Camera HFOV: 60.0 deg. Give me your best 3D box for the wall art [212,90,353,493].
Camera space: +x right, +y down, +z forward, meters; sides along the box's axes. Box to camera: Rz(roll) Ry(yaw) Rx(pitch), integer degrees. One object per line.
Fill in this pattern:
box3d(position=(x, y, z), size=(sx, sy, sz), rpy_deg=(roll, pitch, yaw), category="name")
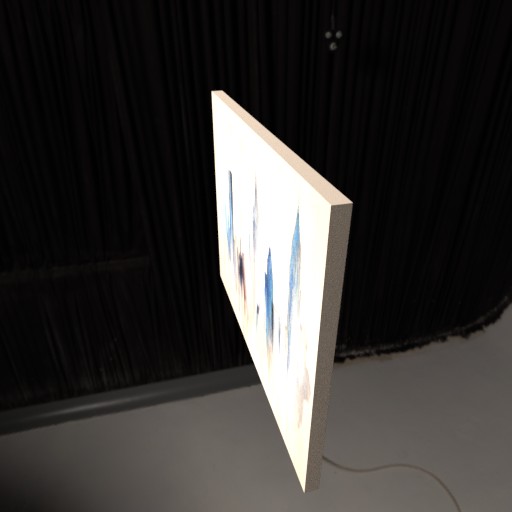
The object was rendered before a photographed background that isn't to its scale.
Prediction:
box3d(position=(0.000, 0.000, 1.316), size=(0.038, 0.762, 1.016), rpy_deg=(-8, 31, -13), category="wall art")
